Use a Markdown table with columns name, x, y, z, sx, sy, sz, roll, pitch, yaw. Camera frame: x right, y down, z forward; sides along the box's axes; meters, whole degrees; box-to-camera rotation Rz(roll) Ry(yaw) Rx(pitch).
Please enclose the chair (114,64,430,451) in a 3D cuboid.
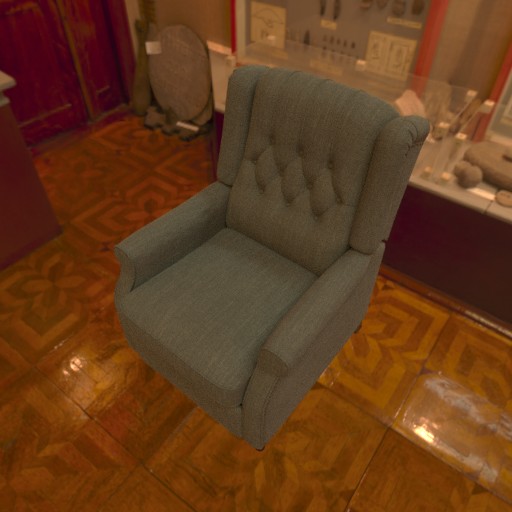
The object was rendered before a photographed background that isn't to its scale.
| name | x | y | z | sx | sy | sz | roll | pitch | yaw |
| --- | --- | --- | --- | --- | --- | --- | --- | --- | --- |
| chair | 0.000 | 0.000 | 1.568 | 0.742 | 1.035 | 0.898 | 30 | 53 | 26 |
